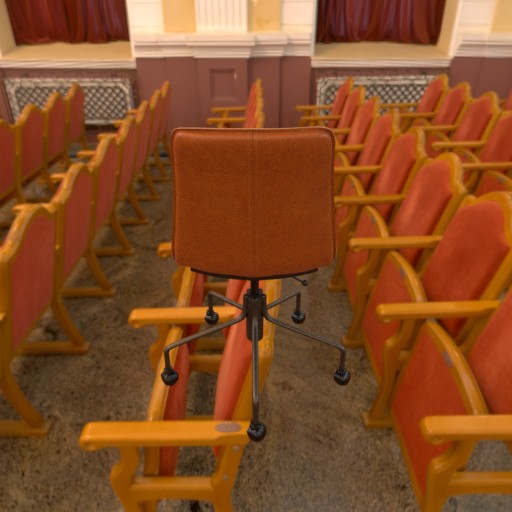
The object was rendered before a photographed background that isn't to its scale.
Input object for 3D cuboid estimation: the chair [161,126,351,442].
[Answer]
[{"bbox_3d":[0.000,0.000,1.373,0.651,0.920,0.660,0,29,0],"label":"chair"}]
